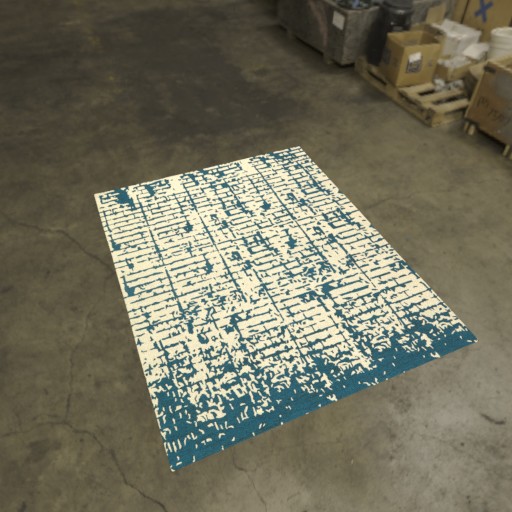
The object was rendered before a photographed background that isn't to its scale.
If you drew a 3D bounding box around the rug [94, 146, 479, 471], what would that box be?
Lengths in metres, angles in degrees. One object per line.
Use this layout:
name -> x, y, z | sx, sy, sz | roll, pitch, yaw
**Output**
rug -> 0.000, 0.000, 4.027 | 2.416, 0.014, 3.017 | -17, 48, -16
